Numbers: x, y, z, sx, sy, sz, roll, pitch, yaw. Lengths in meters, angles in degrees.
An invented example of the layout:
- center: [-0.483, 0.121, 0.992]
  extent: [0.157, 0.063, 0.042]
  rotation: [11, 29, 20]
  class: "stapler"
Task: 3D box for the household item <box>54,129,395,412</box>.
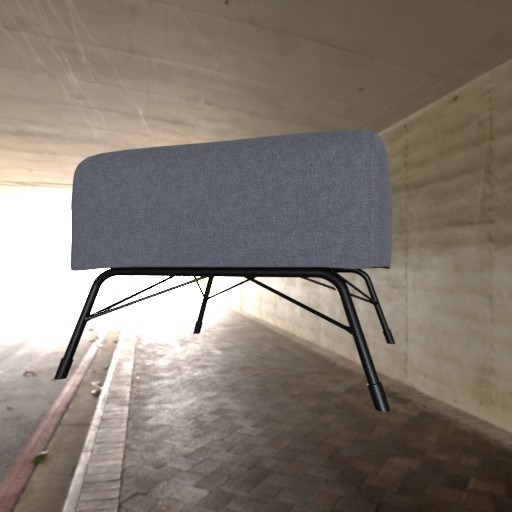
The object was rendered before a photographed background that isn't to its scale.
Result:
- center: [0.000, 0.000, 0.898]
  extent: [0.530, 0.410, 0.530]
  rotation: [0, -1, 18]
  class: "household item"
